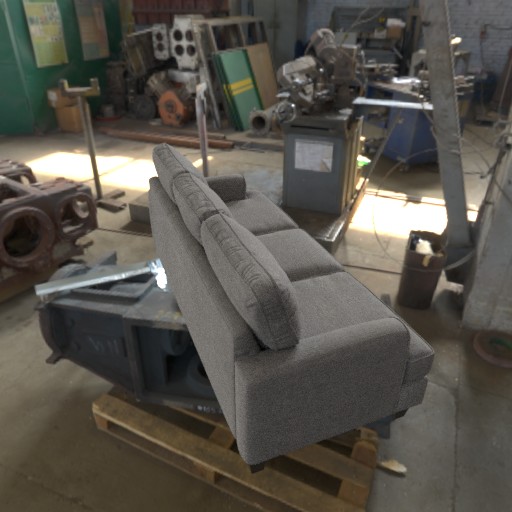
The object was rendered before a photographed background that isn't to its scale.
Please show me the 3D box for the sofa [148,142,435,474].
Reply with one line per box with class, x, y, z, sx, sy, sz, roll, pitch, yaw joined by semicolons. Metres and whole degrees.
sofa;0.000;0.000;2.694;0.951;0.965;2.158;-11;32;-19
